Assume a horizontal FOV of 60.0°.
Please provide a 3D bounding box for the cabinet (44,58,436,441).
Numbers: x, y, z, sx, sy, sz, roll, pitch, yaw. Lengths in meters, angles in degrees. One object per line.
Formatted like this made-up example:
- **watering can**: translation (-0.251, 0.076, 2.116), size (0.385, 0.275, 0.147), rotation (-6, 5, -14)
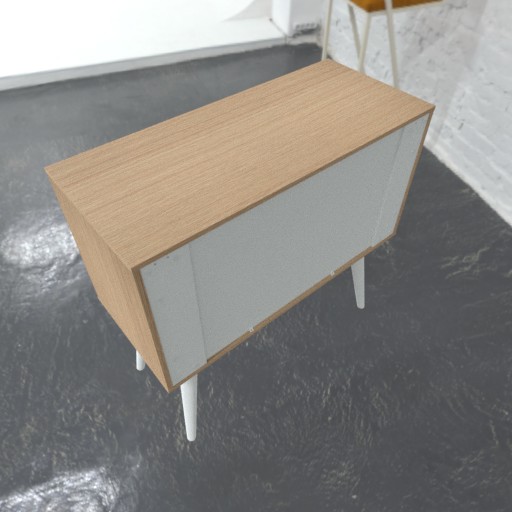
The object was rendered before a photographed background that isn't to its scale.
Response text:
- **cabinet**: translation (0.000, 0.000, 1.630), size (1.057, 1.016, 0.470), rotation (-31, 54, -26)
